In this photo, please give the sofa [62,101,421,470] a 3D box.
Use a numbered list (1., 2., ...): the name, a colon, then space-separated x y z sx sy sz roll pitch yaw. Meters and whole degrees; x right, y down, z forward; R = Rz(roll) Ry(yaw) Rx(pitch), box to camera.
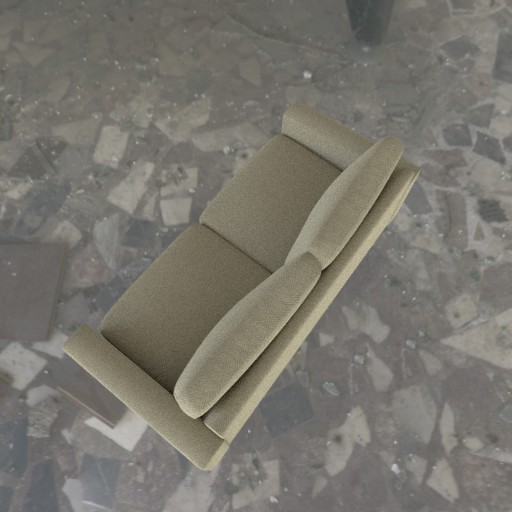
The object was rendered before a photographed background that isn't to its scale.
1. sofa: 0.000 0.000 2.684 1.016 0.873 2.179 34 69 15
